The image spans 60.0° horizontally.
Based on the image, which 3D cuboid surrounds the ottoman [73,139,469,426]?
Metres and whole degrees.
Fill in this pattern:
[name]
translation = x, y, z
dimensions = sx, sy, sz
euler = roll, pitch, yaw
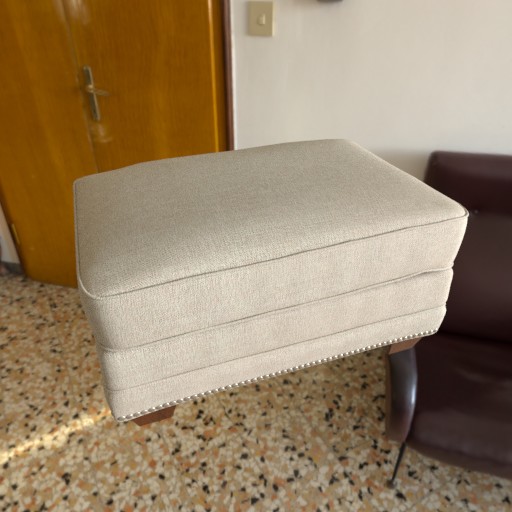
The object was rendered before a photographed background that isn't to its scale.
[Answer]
[ottoman]
translation = 0.000, 0.000, 1.121
dimensions = 0.813, 0.458, 0.559
euler = -11, 34, -17
